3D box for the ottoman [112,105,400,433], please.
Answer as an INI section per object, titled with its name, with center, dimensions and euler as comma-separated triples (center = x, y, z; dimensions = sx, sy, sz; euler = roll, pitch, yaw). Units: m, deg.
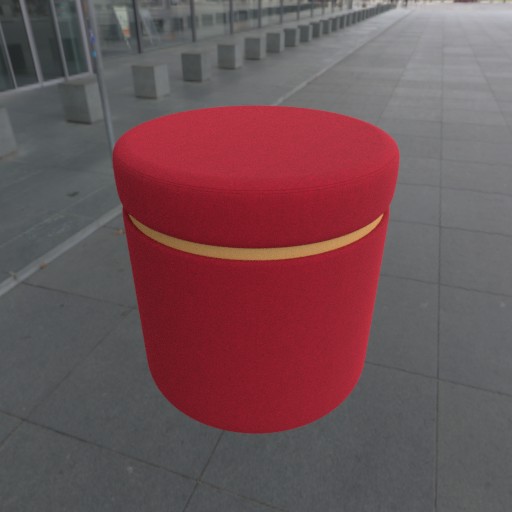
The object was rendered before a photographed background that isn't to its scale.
[ottoman]
center = 0.000, 0.000, 0.731
dimensions = 0.400, 0.406, 0.400
euler = 0, 31, 0
